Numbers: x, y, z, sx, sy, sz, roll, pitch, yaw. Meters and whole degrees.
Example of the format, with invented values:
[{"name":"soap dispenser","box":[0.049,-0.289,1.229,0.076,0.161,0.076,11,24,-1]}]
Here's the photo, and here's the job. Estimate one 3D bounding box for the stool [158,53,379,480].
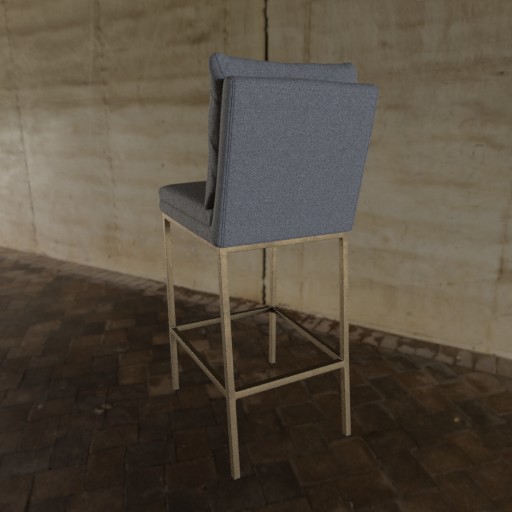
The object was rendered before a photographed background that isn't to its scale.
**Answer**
[{"name":"stool","box":[0.000,0.000,1.420,0.463,1.130,0.569,-8,18,-26]}]
